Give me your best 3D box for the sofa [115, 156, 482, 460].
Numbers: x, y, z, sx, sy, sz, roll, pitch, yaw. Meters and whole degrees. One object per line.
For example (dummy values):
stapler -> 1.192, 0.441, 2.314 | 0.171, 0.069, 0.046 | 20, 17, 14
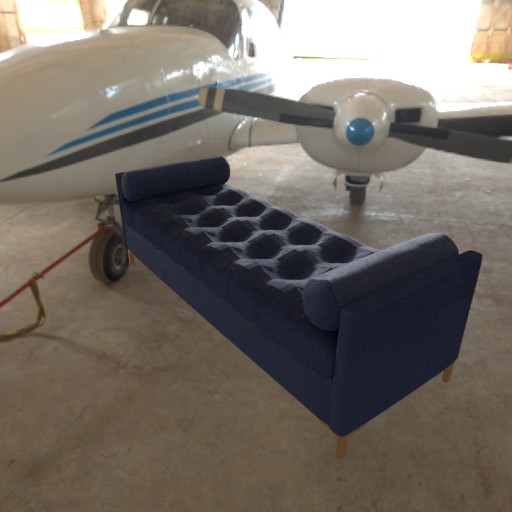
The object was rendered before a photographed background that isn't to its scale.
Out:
sofa -> 0.000, 0.000, 2.466 | 0.796, 0.705, 2.102 | -18, 31, -32
